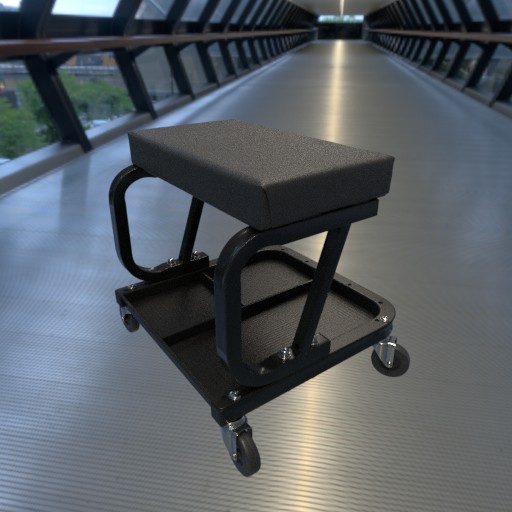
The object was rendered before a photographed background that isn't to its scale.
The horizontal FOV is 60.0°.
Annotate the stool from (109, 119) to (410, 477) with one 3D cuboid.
[{"bbox_3d":[0.000,0.000,0.730,0.371,0.380,0.446,-18,31,-32],"label":"stool"}]
